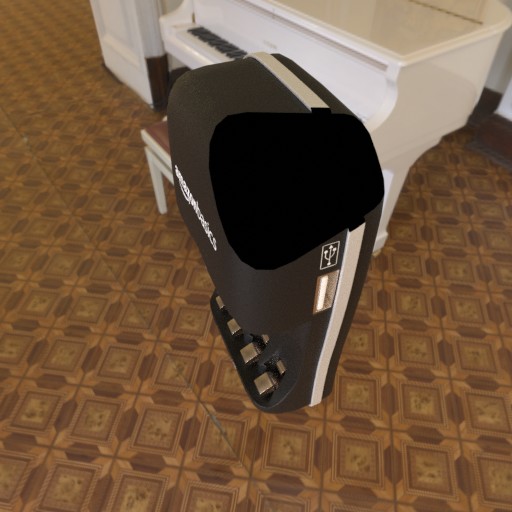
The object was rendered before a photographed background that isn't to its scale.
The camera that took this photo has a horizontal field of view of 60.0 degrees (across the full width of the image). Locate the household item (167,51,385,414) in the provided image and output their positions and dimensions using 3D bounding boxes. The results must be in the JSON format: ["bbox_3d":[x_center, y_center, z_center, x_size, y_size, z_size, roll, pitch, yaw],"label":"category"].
[{"bbox_3d":[0.000,0.000,0.147,0.038,0.114,0.070,-17,49,-16],"label":"household item"}]
